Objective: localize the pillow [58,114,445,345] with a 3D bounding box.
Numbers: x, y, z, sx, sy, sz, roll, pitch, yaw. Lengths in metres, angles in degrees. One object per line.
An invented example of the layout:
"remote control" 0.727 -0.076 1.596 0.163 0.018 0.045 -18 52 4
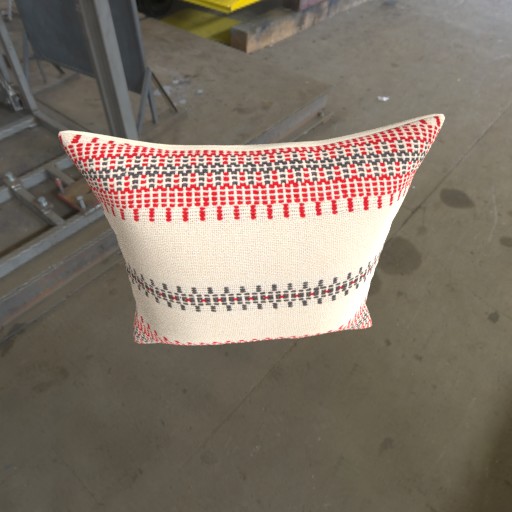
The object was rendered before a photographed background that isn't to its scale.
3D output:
"pillow" 0.000 0.000 0.690 0.463 0.454 0.160 -3 47 -3
